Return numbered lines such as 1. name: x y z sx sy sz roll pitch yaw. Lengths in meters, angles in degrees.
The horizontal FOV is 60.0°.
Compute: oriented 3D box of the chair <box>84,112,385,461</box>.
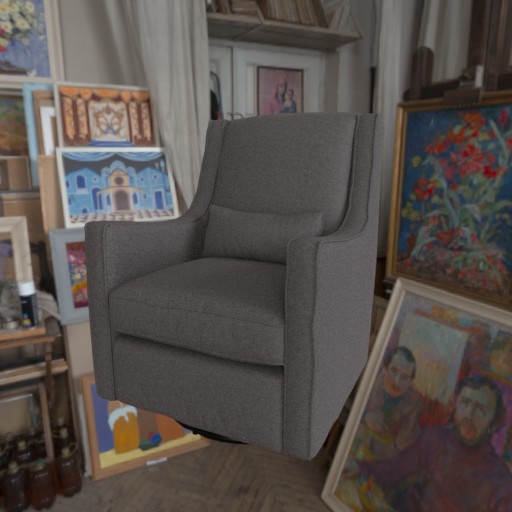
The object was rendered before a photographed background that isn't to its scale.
1. chair: 0.000 0.000 1.522 0.732 0.993 0.879 6 14 25
